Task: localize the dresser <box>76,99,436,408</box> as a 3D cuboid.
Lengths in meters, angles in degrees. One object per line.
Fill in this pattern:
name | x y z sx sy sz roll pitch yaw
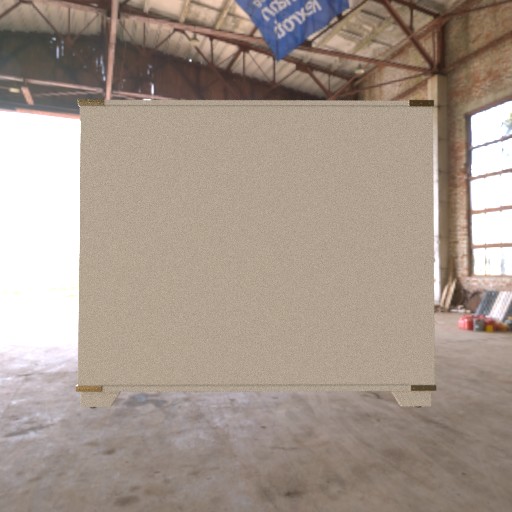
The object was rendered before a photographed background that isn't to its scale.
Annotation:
dresser | 0.000 0.000 1.494 1.022 0.891 0.460 0 -1 0
